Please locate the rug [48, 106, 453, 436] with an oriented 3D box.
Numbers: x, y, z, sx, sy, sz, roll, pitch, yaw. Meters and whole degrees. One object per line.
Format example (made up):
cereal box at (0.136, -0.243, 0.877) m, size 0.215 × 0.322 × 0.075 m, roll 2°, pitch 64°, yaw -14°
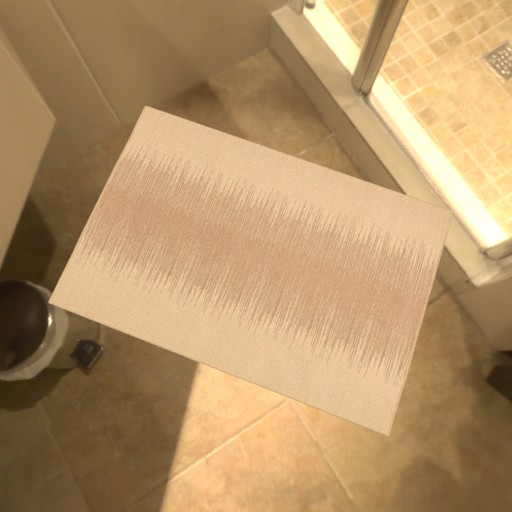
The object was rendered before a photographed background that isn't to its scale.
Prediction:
rug at (0.000, 0.000, 2.363) m, size 1.850 × 0.006 × 1.234 m, roll 20°, pitch 77°, yaw 5°
